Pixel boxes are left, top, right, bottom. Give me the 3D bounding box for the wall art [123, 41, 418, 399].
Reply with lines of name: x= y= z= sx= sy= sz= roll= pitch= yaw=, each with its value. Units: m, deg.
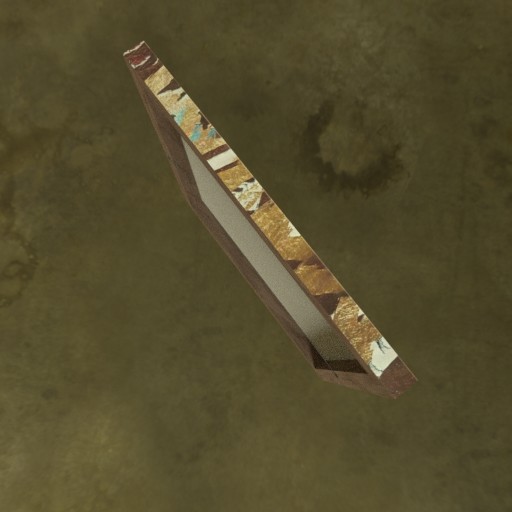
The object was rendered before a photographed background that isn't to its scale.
wall art: x=0.000 y=0.000 z=0.897 sx=0.041 sy=0.613 sz=0.609 roll=-36 pitch=79 yaw=-8
